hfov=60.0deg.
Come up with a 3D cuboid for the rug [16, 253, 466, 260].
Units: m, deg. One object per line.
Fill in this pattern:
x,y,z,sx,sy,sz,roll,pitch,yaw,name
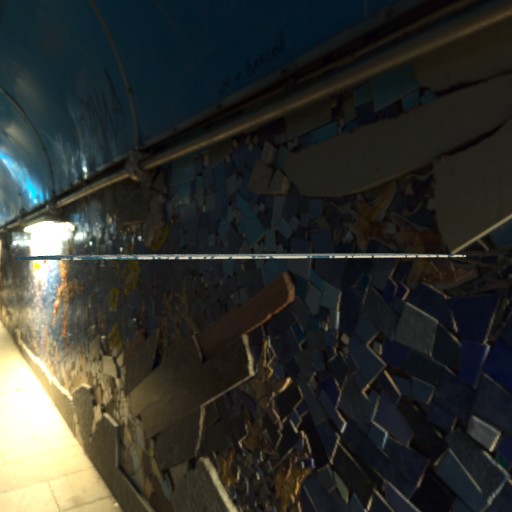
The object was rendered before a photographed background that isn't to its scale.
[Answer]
0.000,0.000,2.649,2.435,0.011,0.750,0,1,-19,rug
